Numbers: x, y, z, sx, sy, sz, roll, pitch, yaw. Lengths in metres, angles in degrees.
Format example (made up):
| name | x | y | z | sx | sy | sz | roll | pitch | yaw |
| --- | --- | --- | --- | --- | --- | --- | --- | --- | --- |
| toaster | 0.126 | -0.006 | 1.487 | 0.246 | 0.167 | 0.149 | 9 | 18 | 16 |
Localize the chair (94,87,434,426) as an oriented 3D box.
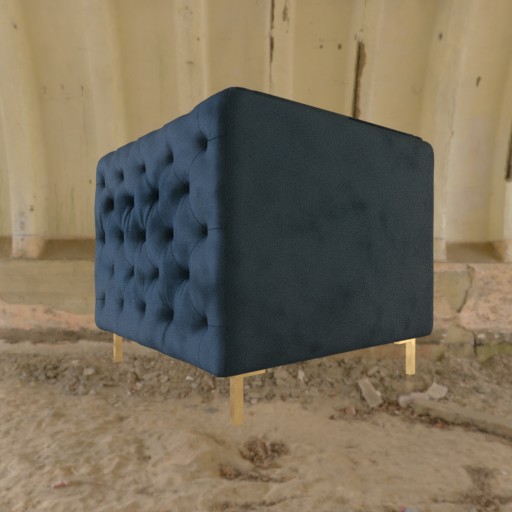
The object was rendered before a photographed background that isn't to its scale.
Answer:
| name | x | y | z | sx | sy | sz | roll | pitch | yaw |
| --- | --- | --- | --- | --- | --- | --- | --- | --- | --- |
| chair | 0.000 | 0.000 | 1.536 | 0.868 | 0.771 | 0.877 | 0 | 1 | -38 |
